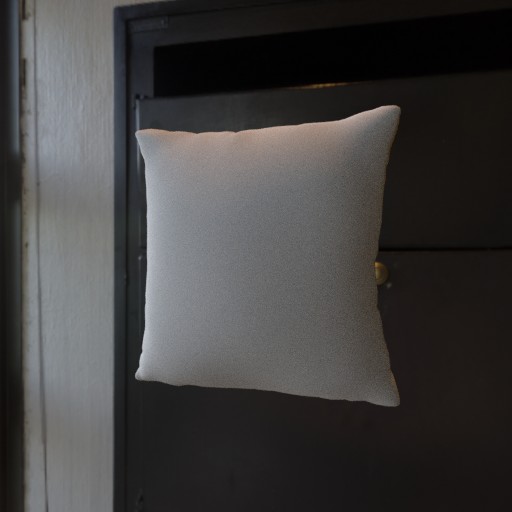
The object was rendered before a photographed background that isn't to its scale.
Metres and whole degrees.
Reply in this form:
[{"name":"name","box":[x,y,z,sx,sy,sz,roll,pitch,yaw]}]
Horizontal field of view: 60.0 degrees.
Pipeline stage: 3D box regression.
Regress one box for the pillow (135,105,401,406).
[{"name":"pillow","box":[0.000,0.000,0.725,0.450,0.450,0.211,0,0,17]}]
